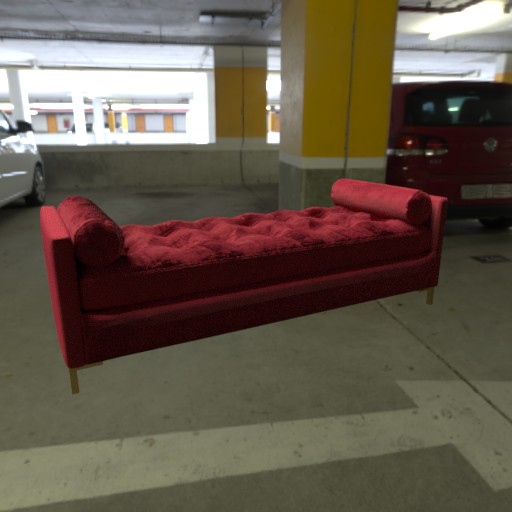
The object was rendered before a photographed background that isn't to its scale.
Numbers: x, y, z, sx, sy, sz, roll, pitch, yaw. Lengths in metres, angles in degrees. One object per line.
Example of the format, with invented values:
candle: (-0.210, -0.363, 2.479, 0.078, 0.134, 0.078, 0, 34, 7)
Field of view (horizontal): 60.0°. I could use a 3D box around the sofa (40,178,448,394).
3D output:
sofa: (0.000, 0.000, 2.465, 2.102, 0.705, 0.796, -8, 18, -26)
